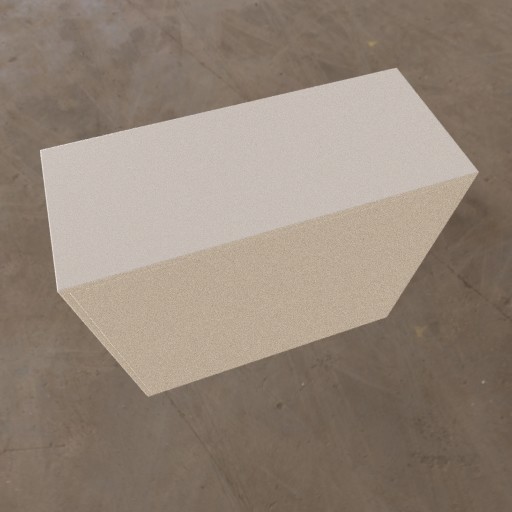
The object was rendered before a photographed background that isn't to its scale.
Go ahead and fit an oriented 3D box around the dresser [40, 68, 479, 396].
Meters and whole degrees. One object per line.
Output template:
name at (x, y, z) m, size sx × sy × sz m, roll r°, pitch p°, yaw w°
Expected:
dresser at (0.000, 0.000, 1.627) m, size 1.100 × 1.000 × 0.460 m, roll -16°, pitch 60°, yaw -10°
